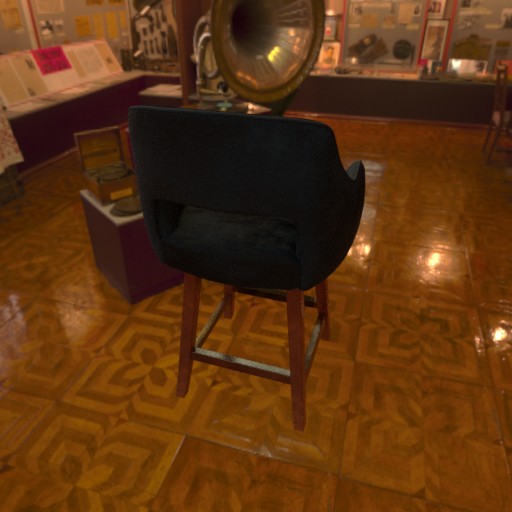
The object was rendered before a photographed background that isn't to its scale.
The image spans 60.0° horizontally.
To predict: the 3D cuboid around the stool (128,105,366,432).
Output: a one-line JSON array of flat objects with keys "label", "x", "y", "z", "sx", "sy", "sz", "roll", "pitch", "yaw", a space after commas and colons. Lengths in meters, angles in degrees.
[{"label": "stool", "x": 0.000, "y": 0.000, "z": 1.280, "sx": 0.550, "sy": 0.940, "sz": 0.560, "roll": 10, "pitch": 33, "yaw": 16}]
